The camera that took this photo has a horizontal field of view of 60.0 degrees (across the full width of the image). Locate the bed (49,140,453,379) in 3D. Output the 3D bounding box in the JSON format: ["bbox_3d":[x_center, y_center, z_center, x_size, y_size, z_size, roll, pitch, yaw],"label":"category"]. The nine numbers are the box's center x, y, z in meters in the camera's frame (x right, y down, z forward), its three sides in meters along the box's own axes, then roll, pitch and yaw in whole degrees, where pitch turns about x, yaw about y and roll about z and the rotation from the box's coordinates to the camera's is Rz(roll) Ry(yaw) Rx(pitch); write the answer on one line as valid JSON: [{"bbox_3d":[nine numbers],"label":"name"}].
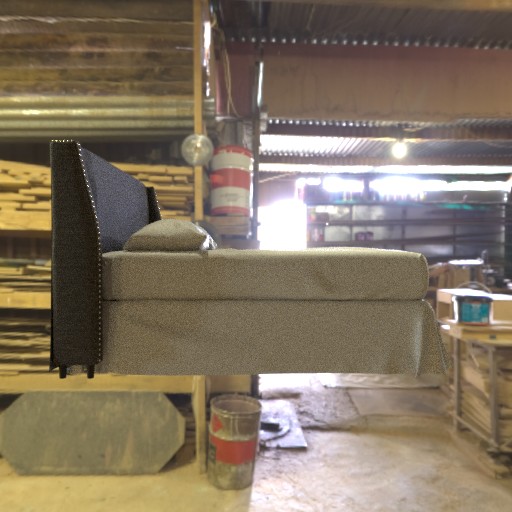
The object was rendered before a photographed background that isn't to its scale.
[{"bbox_3d":[0.000,0.000,3.358,2.276,1.332,1.925,0,1,0],"label":"bed"}]
